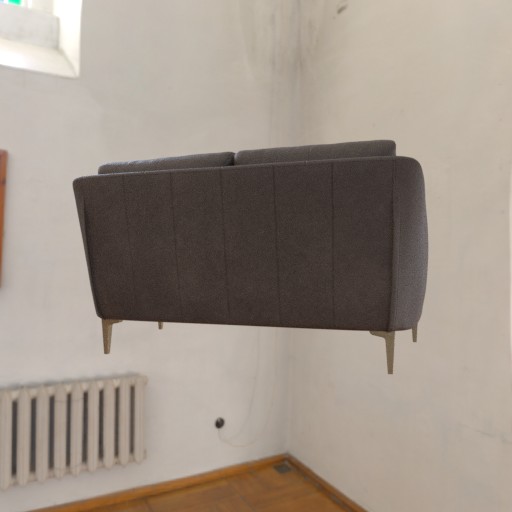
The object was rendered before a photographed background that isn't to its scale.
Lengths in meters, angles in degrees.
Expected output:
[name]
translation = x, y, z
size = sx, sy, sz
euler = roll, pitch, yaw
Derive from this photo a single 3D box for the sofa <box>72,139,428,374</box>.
[sofa]
translation = 0.000, 0.000, 2.160
size = 1.619, 0.902, 0.960
euler = 0, -1, 17
